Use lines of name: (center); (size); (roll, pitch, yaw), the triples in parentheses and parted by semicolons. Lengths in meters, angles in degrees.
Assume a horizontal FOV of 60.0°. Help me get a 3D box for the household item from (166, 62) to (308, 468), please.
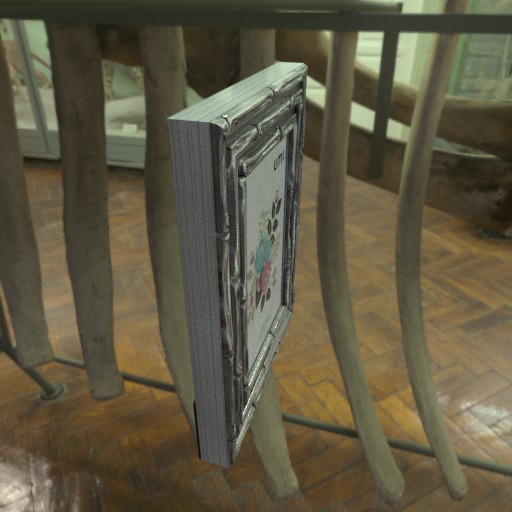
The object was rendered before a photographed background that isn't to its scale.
household item: (0.000, 0.000, 0.294); (0.025, 0.216, 0.165); (10, 32, 15)
